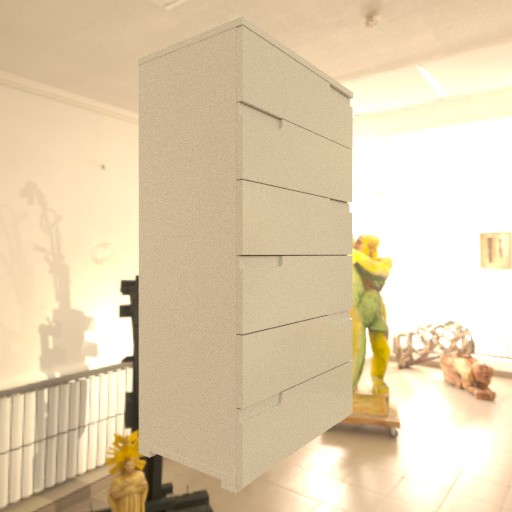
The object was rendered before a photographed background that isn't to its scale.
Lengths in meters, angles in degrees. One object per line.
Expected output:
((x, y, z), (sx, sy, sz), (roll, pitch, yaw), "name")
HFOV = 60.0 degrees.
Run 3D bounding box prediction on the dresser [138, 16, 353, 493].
((0.000, 0.000, 1.476), (0.400, 1.190, 0.650), (0, 0, 37), "dresser")
